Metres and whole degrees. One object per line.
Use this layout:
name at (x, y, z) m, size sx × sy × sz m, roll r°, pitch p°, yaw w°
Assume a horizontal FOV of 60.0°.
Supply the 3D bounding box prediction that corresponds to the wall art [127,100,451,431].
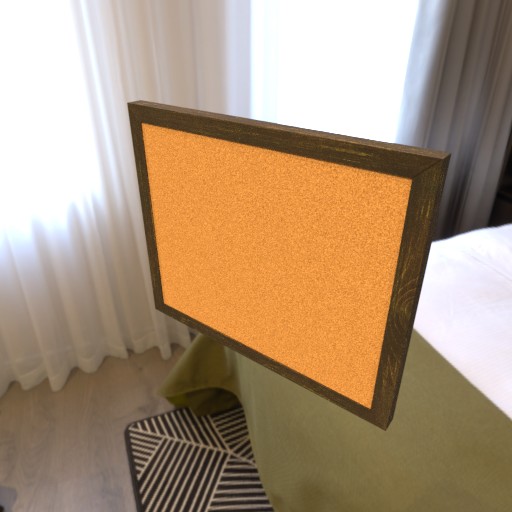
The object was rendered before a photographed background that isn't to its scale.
wall art at (0.000, 0.000, 0.774) m, size 0.558 × 0.457 × 0.032 m, roll 20°, pitch 35°, yaw 32°
